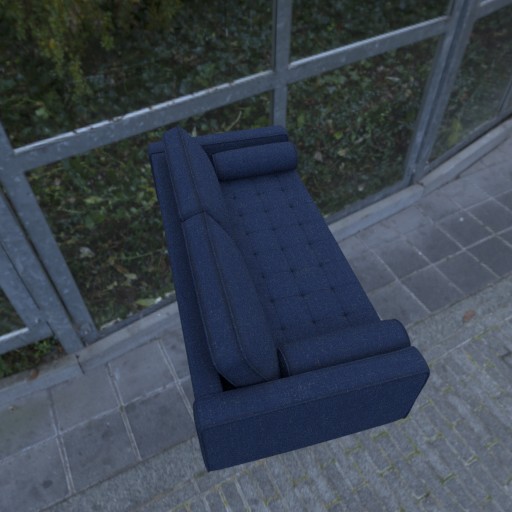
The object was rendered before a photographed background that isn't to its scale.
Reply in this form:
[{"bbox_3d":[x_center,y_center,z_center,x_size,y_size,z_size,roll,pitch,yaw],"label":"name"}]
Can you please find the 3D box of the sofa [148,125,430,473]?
[{"bbox_3d":[0.000,0.000,2.340,0.914,0.762,1.880,-11,47,-10],"label":"sofa"}]
